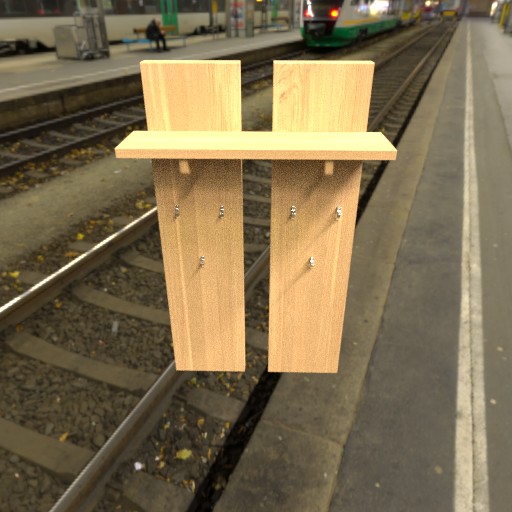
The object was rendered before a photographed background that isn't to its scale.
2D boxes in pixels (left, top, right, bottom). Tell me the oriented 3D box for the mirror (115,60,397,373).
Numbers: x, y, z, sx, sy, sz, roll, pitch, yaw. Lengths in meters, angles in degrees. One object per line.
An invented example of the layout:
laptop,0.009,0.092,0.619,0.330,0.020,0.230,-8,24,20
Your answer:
mirror,0.000,0.000,1.574,0.800,1.250,0.260,1,29,1
